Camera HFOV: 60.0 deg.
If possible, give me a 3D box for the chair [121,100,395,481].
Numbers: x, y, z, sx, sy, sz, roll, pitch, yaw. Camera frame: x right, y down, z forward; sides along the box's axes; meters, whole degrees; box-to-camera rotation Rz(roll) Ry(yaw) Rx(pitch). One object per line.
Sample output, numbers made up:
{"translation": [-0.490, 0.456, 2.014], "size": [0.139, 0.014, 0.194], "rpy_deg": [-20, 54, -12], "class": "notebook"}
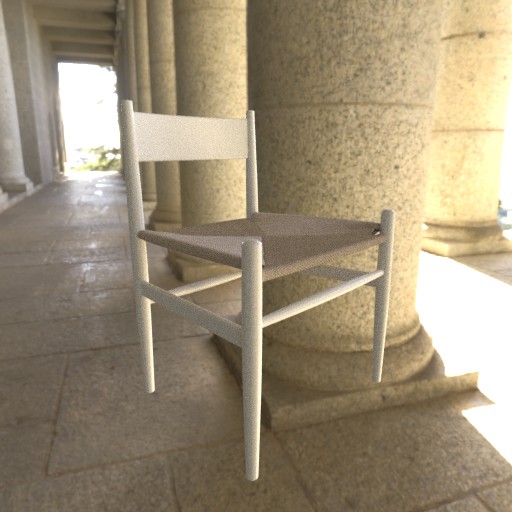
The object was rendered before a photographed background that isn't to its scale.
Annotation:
{"translation": [0.000, 0.000, 1.145], "size": [0.495, 0.762, 0.556], "rpy_deg": [13, 19, 41], "class": "chair"}
